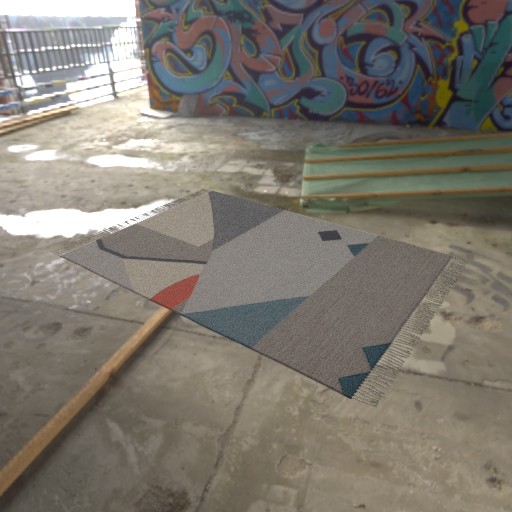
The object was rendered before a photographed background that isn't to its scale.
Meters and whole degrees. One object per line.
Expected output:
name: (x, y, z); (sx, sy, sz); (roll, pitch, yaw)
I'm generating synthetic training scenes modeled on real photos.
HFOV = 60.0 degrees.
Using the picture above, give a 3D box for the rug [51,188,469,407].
rug: (0.000, 0.000, 2.313); (1.828, 0.005, 1.220); (19, 34, 31)
